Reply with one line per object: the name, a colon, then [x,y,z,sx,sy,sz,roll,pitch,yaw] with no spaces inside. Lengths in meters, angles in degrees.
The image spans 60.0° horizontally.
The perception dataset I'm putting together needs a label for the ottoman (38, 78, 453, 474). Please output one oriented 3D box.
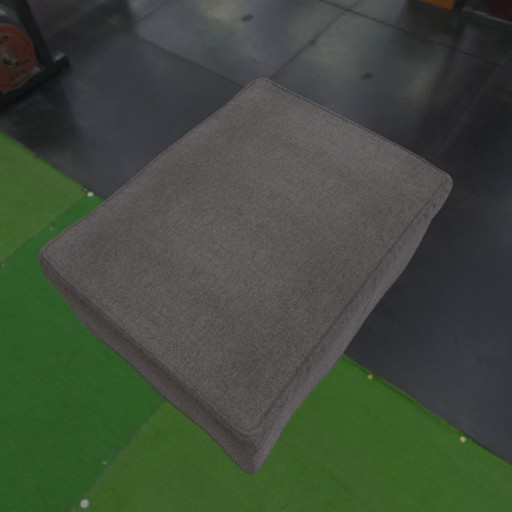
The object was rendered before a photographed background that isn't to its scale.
ottoman: [0.000,0.000,1.209,0.652,0.492,0.833,34,64,20]
